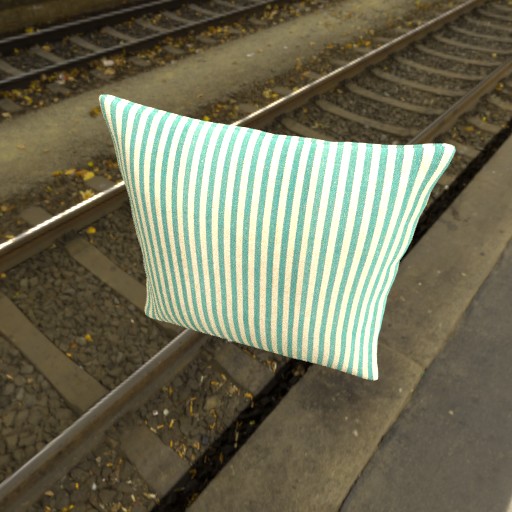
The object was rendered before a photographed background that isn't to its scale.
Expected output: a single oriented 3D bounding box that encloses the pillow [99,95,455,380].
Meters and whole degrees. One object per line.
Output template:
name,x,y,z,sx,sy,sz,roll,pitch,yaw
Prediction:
pillow,0.000,0.000,0.781,0.523,0.510,0.166,13,44,14
